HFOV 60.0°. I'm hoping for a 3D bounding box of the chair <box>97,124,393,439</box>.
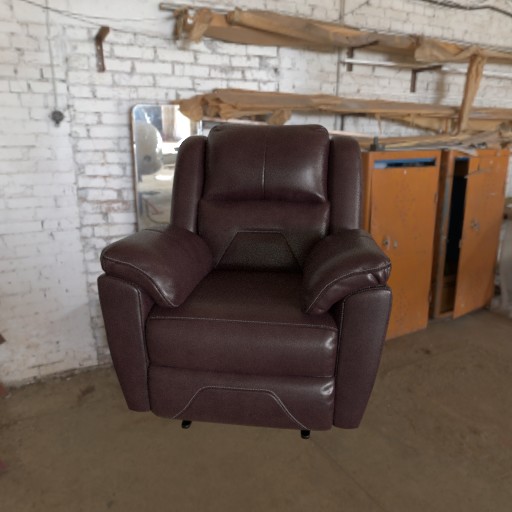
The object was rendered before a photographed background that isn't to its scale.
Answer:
[{"bbox_3d":[0.000,0.000,1.889,0.990,1.093,1.041,2,16,7],"label":"chair"}]
